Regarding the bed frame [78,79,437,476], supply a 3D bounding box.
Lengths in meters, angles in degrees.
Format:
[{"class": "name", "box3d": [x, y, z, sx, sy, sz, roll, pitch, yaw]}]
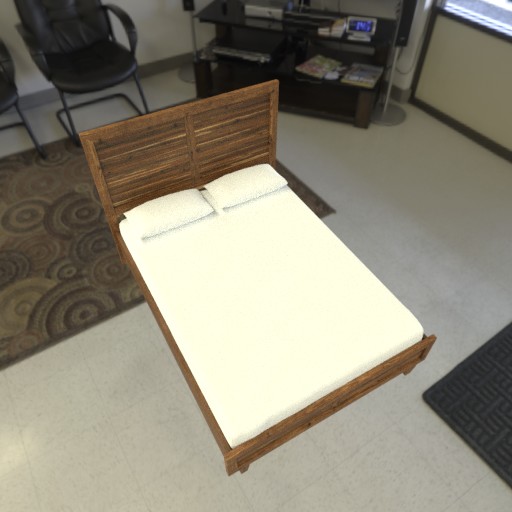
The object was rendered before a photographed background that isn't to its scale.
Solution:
[{"class": "bed frame", "box3d": [0.000, 0.000, 3.380, 1.696, 1.417, 2.276, -23, 52, -19]}]
